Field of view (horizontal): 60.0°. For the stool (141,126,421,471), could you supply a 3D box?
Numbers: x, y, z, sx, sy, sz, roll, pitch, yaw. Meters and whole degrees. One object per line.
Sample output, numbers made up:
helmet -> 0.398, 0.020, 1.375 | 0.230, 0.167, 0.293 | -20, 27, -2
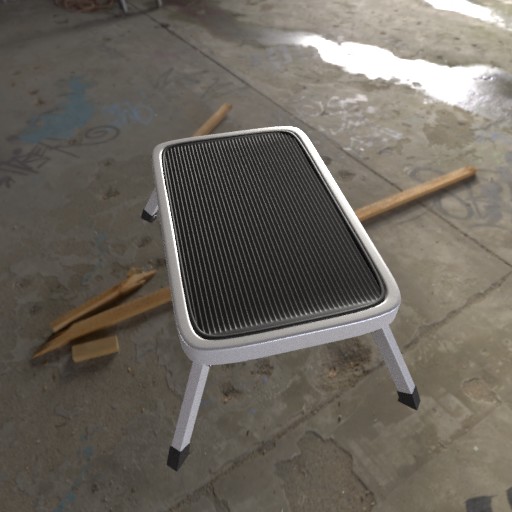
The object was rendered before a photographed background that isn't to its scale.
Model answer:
stool -> 0.000, 0.000, 0.622 | 0.320, 0.170, 0.460 | -10, 47, -10
